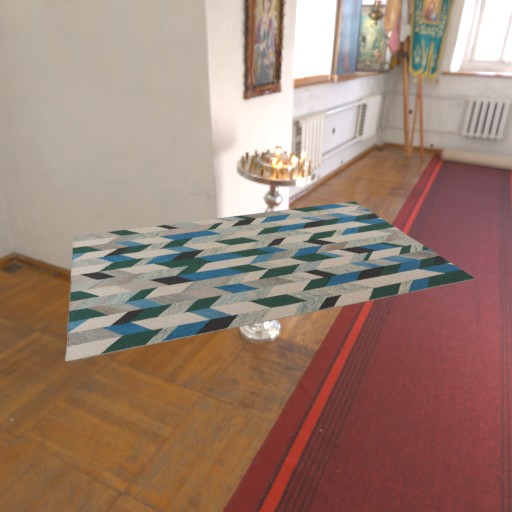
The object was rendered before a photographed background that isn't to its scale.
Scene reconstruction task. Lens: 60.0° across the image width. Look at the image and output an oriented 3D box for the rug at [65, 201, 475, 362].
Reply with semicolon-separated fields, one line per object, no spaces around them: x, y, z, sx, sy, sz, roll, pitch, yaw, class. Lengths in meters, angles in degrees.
0.000;0.000;3.089;2.433;0.007;1.507;-9;28;-17;rug
